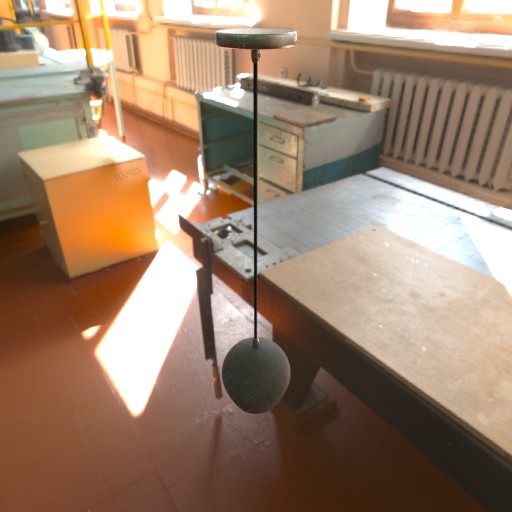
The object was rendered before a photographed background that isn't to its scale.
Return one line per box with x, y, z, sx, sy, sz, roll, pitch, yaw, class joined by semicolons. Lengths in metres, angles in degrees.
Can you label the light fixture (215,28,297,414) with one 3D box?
0.000;0.000;0.838;0.153;0.760;0.153;0;31;-1;light fixture
